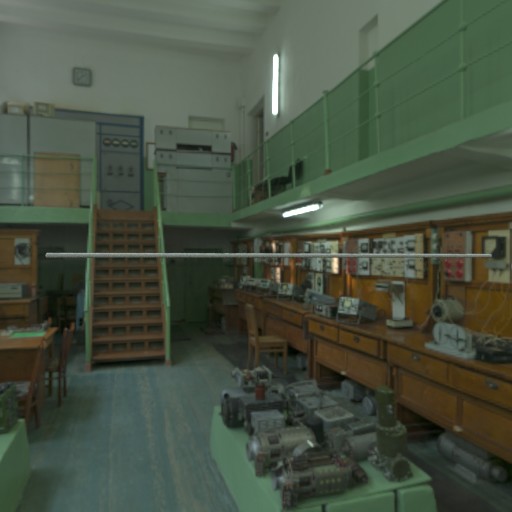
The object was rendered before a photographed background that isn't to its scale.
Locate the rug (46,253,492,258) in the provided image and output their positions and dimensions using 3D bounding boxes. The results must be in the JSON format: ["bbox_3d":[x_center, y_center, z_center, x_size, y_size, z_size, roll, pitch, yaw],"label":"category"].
[{"bbox_3d":[0.000,0.000,2.273,1.828,0.015,1.222,0,0,-19],"label":"rug"}]
